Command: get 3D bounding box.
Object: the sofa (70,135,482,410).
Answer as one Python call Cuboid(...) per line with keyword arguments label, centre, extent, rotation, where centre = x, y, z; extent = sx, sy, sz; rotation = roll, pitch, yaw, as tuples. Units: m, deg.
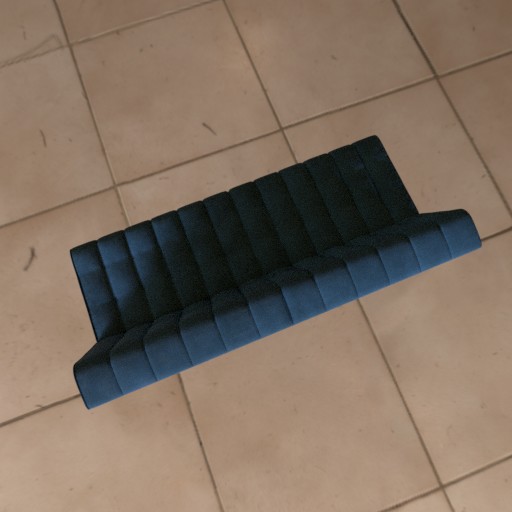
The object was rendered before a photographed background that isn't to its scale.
Cuboid(label="sofa", centre=(0.000, 0.000, 2.312), extent=(1.804, 0.813, 0.855), rotation=(-21, 76, -6))
